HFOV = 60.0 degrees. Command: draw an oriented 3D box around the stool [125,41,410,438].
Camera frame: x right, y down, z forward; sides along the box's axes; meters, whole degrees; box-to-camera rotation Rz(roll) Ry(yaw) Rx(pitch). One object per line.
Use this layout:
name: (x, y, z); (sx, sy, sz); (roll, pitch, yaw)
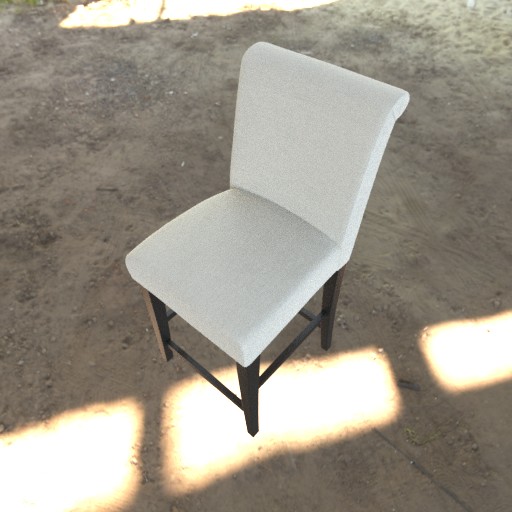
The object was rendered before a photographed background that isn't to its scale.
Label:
stool: (0.000, 0.000, 1.321); (0.452, 0.976, 0.597); (32, 55, 27)
